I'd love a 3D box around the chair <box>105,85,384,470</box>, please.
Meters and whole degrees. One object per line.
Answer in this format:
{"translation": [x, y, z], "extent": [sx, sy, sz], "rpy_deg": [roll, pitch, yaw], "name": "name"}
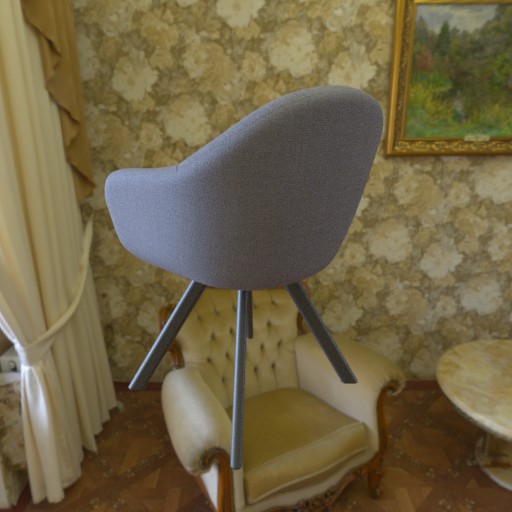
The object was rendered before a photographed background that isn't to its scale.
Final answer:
{"translation": [0.000, 0.000, 1.138], "extent": [0.550, 0.795, 0.590], "rpy_deg": [16, 23, 42], "name": "chair"}
